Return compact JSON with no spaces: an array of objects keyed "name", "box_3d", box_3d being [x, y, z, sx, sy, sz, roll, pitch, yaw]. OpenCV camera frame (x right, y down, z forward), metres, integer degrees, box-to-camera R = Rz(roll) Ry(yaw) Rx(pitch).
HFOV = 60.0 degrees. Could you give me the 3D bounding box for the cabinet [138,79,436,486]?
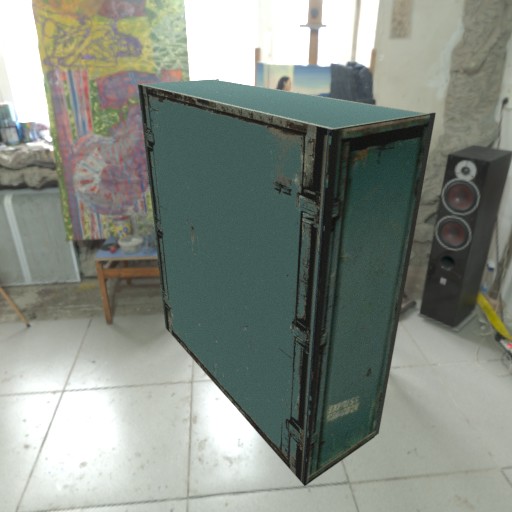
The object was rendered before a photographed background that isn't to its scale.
[{"name":"cabinet","box_3d":[0.000,0.000,3.148,0.680,2.160,2.000,-18,32,-31]}]
